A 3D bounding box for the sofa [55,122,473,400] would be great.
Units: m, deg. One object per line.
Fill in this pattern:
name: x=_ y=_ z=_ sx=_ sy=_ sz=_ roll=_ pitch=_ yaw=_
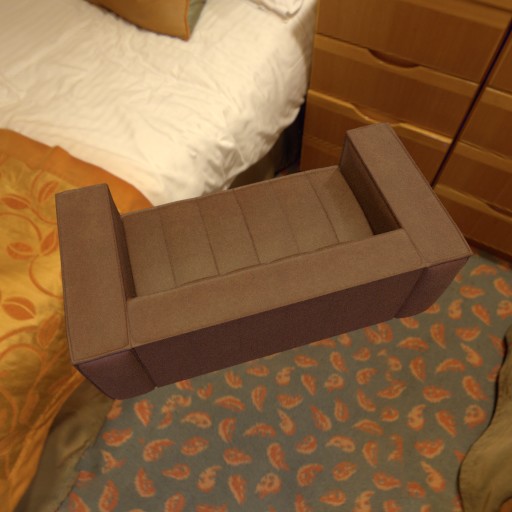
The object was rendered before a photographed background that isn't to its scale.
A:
sofa: x=0.000 y=0.000 z=2.662 sx=2.088 sy=0.703 sz=1.102 roll=-14 pitch=59 yaw=-9
